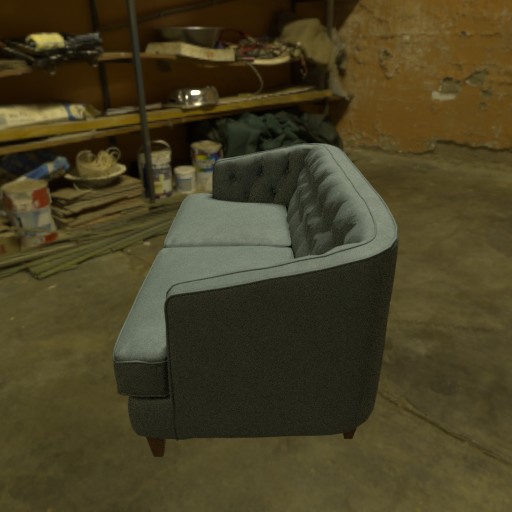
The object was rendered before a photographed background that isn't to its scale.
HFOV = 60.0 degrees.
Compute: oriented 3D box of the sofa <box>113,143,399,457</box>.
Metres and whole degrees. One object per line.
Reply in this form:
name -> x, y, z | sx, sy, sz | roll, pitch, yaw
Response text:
sofa -> 0.000, 0.000, 2.158 | 0.941, 0.855, 1.733 | 0, 25, 0
